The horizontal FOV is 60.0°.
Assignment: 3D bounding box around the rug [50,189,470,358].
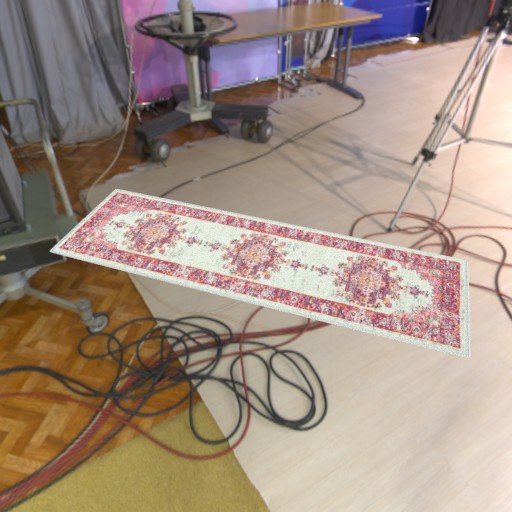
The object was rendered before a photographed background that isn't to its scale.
[{"bbox_3d":[0.000,0.000,2.016,1.824,0.009,0.562,13,43,14],"label":"rug"}]
